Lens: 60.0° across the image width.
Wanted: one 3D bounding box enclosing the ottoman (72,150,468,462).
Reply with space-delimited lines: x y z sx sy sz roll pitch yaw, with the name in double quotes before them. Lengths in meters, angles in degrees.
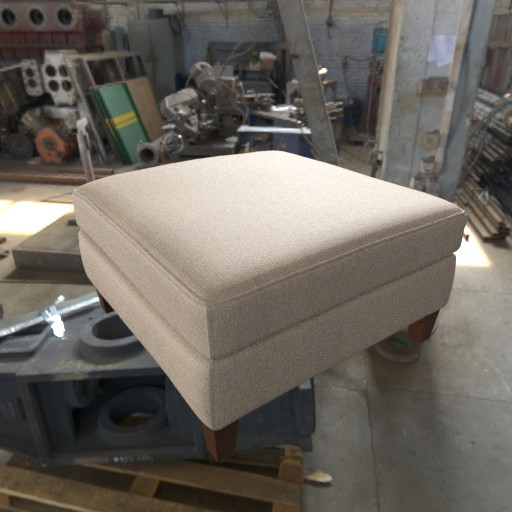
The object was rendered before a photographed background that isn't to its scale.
"ottoman" 0.000 0.000 1.340 0.838 0.481 0.838 -18 32 -32
